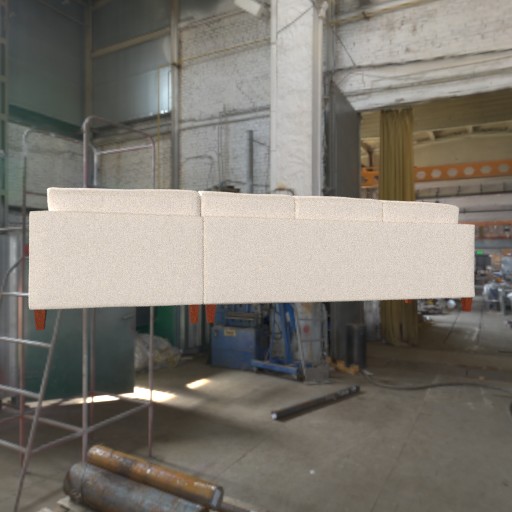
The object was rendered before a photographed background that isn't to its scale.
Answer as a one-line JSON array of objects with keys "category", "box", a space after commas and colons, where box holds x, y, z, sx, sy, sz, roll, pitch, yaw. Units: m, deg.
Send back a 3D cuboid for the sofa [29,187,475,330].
[{"category": "sofa", "box": [0.000, 0.000, 4.014, 3.471, 0.954, 1.606, 0, -1, -17]}]
